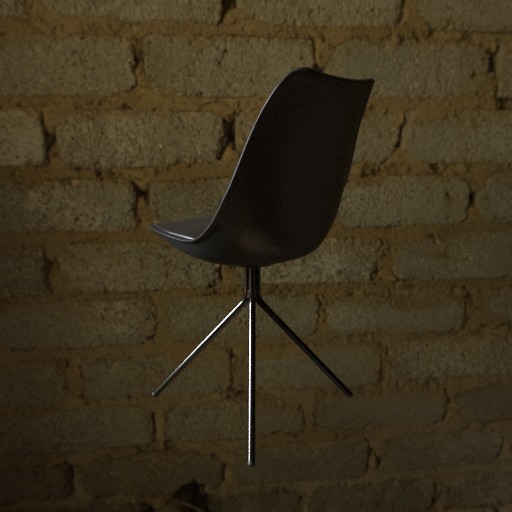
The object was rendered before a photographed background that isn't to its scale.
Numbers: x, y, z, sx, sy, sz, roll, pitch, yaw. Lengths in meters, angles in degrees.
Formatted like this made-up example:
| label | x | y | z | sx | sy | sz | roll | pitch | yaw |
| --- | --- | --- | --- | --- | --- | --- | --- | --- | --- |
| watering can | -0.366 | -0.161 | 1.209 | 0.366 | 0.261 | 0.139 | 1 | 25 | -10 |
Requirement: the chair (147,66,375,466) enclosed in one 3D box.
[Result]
| label | x | y | z | sx | sy | sz | roll | pitch | yaw |
| --- | --- | --- | --- | --- | --- | --- | --- | --- | --- |
| chair | 0.000 | 0.000 | 1.163 | 0.461 | 0.850 | 0.525 | -14 | 20 | -43 |
